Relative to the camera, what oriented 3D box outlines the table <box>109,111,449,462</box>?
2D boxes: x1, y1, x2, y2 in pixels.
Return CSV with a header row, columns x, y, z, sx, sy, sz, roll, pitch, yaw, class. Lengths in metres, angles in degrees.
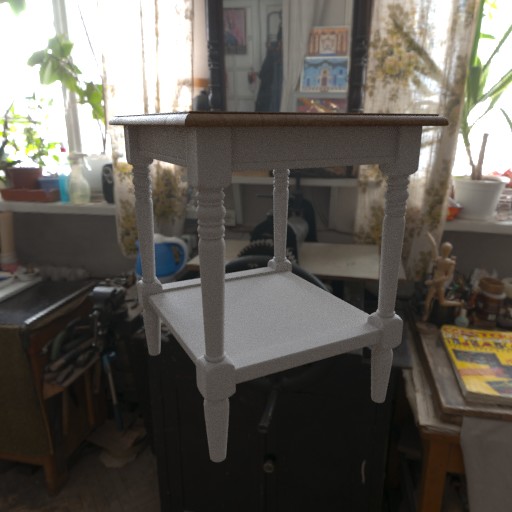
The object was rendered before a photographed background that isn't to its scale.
x,y,z,sx,sy,sz,roll,pitch,yaw,class
0.000,0.000,0.926,0.457,0.561,0.508,-9,19,-26,table
